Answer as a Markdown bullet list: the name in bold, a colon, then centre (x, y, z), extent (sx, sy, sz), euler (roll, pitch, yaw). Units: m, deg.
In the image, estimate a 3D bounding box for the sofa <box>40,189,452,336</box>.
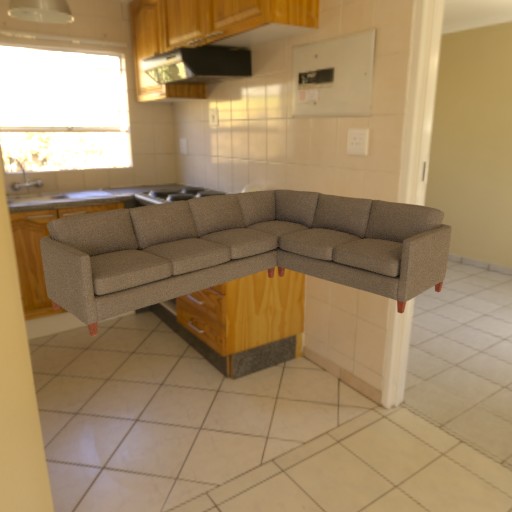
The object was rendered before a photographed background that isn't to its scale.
- **sofa**: centre (0.000, 0.000, 4.460), extent (3.302, 0.947, 2.593), euler (-15, 22, -43)
